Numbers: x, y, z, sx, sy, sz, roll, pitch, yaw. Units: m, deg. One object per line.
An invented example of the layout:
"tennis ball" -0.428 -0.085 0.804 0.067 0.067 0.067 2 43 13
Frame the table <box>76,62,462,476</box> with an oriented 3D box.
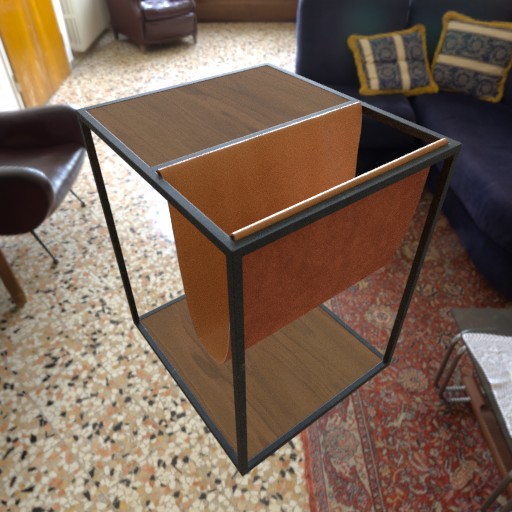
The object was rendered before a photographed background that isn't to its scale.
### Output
"table" 0.000 0.000 0.849 0.399 0.536 0.450 -26 47 -27
